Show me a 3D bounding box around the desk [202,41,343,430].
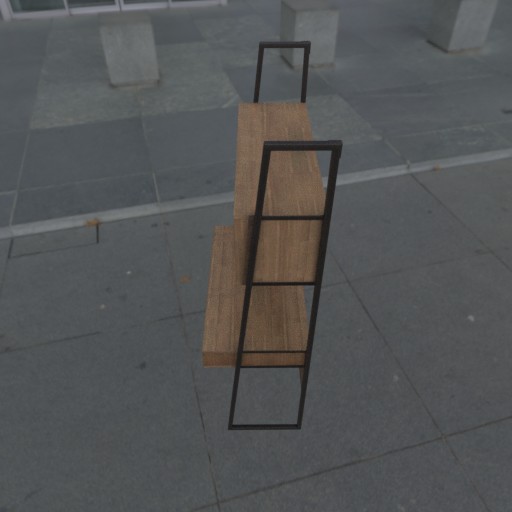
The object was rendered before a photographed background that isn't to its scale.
[{"bbox_3d":[0.000,0.000,2.299,0.515,1.809,0.982,0,42,0],"label":"desk"}]
